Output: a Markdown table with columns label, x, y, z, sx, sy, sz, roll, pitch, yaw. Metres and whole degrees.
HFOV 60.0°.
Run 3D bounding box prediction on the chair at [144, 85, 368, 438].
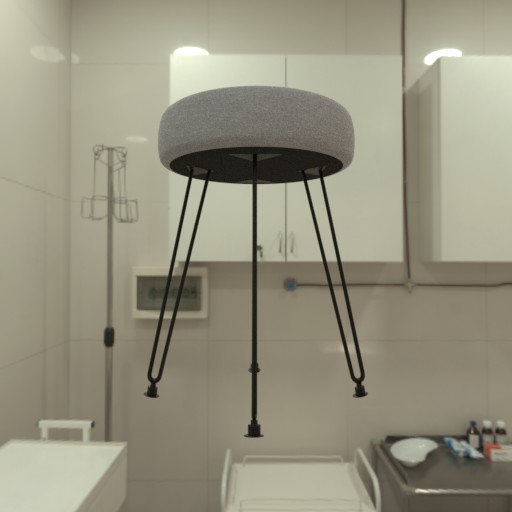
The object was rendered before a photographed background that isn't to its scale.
| label | x | y | z | sx | sy | sz | roll | pitch | yaw |
| --- | --- | --- | --- | --- | --- | --- | --- | --- | --- |
| chair | 0.000 | 0.000 | 0.695 | 0.350 | 0.440 | 0.350 | 0 | -1 | 0 |
